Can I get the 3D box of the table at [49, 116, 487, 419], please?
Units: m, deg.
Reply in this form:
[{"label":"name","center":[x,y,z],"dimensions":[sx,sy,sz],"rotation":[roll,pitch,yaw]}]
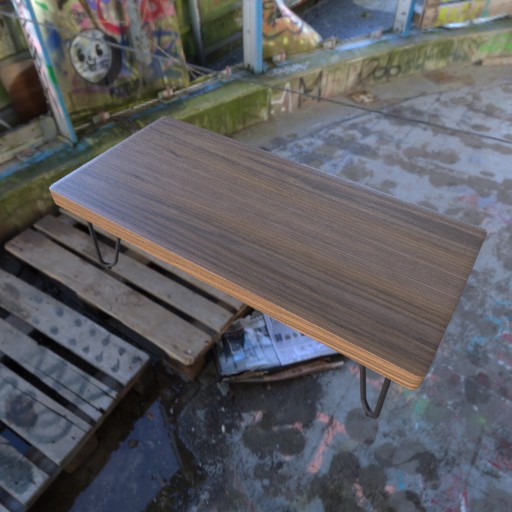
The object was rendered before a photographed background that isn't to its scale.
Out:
[{"label":"table","center":[0.000,0.000,1.668],"dimensions":[1.375,0.468,0.637],"rotation":[25,51,23]}]
